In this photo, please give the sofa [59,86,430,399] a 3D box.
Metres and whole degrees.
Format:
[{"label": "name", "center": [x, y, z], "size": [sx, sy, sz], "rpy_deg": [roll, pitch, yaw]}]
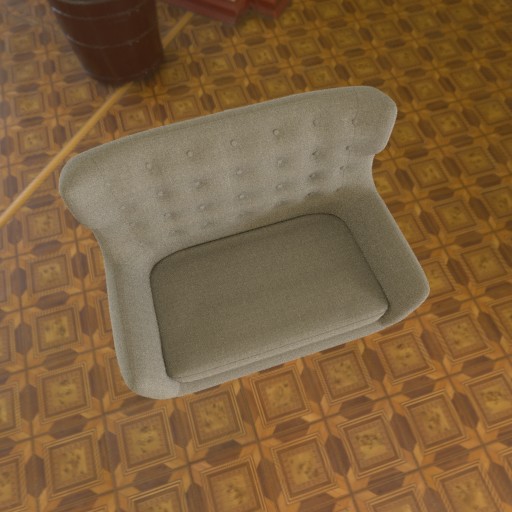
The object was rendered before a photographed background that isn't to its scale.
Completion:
[{"label": "sofa", "center": [0.000, 0.000, 2.025], "size": [1.386, 1.028, 0.884], "rpy_deg": [-16, 64, -8]}]
